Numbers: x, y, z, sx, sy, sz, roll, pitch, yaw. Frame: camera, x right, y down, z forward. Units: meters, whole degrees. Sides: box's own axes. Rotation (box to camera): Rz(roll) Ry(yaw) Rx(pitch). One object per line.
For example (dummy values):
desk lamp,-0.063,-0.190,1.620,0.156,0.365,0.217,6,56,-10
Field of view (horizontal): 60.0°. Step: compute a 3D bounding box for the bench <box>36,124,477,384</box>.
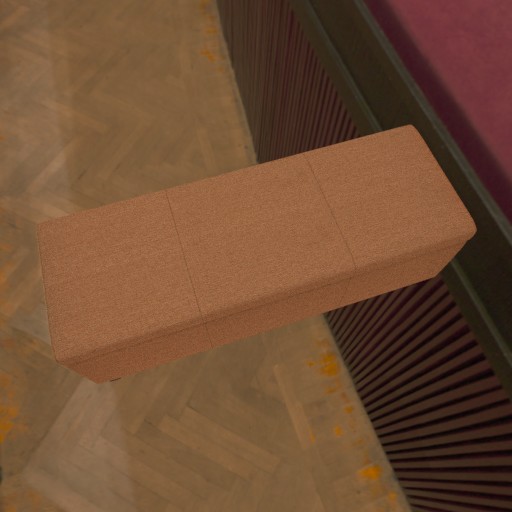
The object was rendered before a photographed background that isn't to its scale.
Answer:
bench,0.000,0.000,1.497,1.269,0.438,0.446,-16,65,-8
